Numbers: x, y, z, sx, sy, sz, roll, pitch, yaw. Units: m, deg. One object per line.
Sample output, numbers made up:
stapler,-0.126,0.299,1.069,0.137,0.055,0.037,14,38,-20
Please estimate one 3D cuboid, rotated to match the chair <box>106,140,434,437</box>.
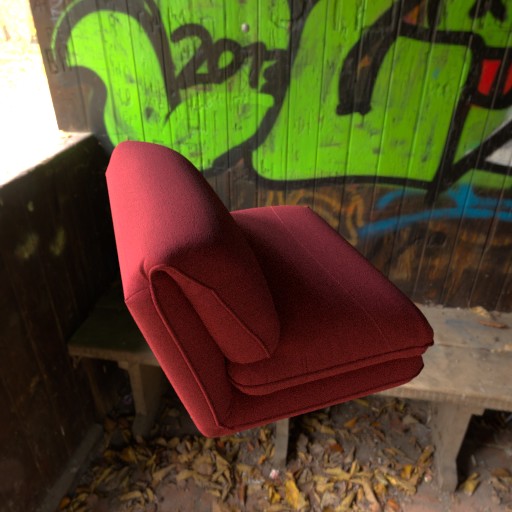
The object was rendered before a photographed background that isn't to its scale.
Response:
chair,0.000,0.000,1.342,0.780,0.580,0.820,-10,32,-16
